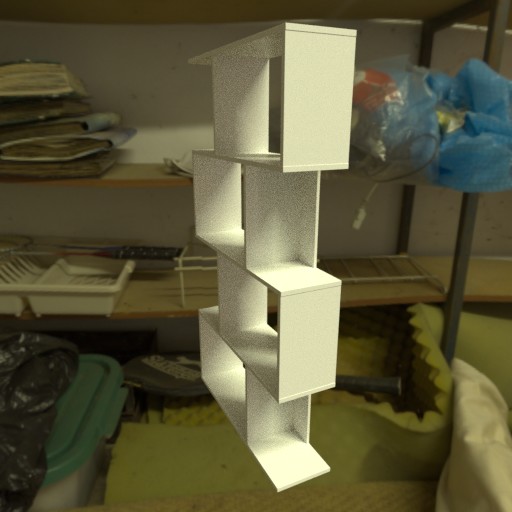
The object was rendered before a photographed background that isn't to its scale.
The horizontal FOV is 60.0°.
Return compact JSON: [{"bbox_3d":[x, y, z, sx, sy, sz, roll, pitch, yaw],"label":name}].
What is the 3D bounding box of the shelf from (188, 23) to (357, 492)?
[{"bbox_3d":[0.000,0.000,1.921,0.250,1.650,0.890,-8,19,-25],"label":"shelf"}]
